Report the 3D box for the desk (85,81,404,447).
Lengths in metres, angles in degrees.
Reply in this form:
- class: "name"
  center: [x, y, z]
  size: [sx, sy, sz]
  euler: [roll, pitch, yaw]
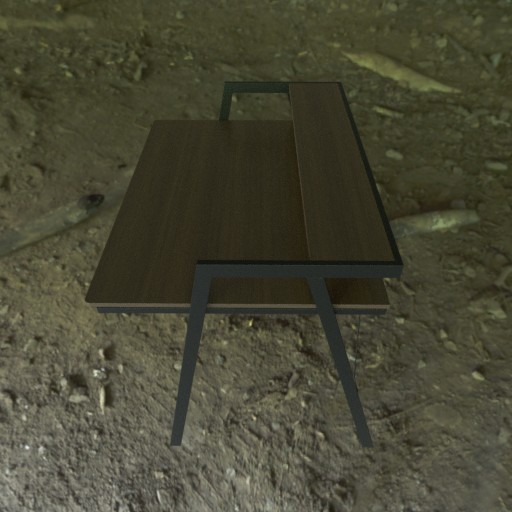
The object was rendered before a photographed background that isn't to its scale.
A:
- class: "desk"
  center: [0.000, 0.000, 1.835]
  size: [0.936, 0.998, 1.143]
  euler: [0, 43, 0]
